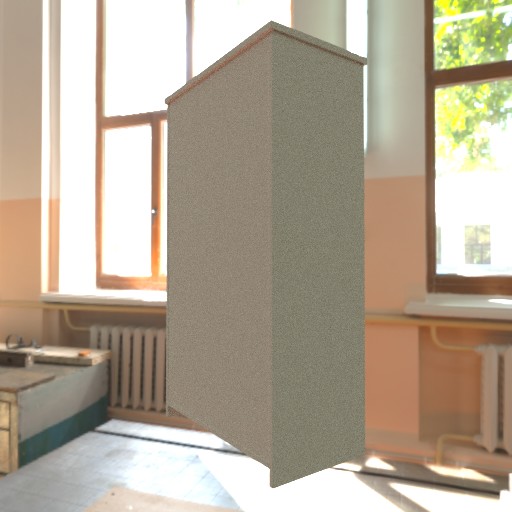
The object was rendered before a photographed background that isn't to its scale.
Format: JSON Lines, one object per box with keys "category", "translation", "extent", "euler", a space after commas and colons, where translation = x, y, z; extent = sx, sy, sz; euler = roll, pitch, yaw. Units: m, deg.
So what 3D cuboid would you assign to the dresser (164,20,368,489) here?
{"category": "dresser", "translation": [0.000, 0.000, 1.581], "extent": [0.399, 1.255, 0.704], "euler": [1, -1, -35]}
